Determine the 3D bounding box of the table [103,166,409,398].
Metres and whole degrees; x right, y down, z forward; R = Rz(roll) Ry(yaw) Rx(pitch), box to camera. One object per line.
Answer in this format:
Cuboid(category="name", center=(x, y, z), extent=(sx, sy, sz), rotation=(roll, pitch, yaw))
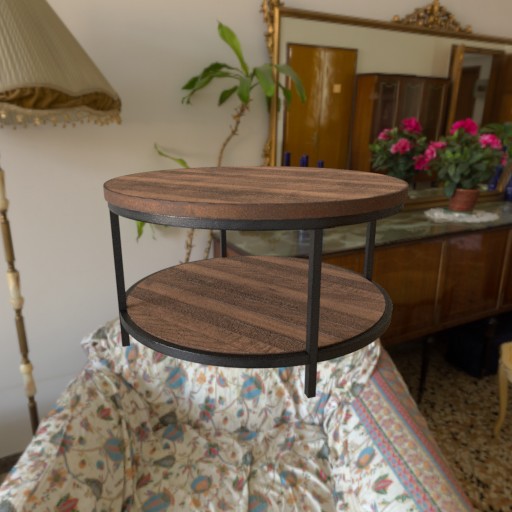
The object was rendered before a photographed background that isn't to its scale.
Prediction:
Cuboid(category="table", center=(0.000, 0.000, 1.344), extent=(0.837, 0.462, 0.837), rotation=(0, 16, 0))
